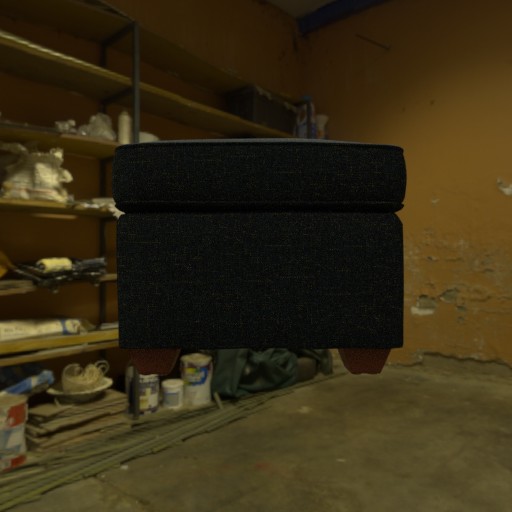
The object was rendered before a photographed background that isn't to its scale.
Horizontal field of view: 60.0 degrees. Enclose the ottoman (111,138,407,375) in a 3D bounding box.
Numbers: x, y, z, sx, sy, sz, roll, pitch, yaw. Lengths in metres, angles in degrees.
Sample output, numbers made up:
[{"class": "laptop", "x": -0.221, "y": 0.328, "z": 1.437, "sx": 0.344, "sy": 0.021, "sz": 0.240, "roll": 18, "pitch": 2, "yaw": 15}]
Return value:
[{"class": "ottoman", "x": 0.000, "y": 0.000, "z": 1.131, "sx": 0.549, "sy": 0.450, "sz": 0.749, "roll": 0, "pitch": -2, "yaw": -1}]
